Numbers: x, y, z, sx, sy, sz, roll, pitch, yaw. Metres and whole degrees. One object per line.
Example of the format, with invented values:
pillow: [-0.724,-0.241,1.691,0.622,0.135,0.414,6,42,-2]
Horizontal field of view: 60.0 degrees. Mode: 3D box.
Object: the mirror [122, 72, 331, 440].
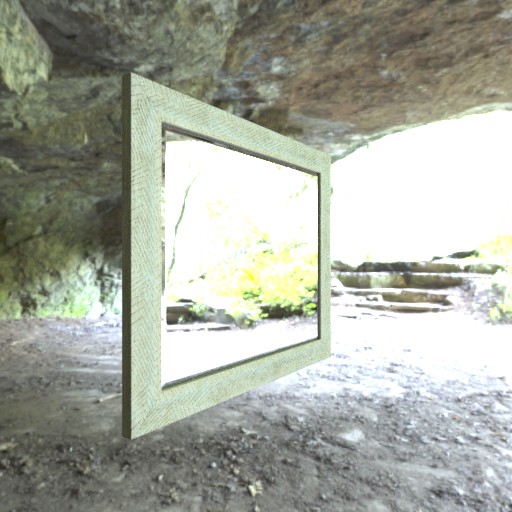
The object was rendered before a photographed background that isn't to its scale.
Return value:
mirror: [0.000,0.000,1.174,0.028,0.689,0.839,0,0,36]
